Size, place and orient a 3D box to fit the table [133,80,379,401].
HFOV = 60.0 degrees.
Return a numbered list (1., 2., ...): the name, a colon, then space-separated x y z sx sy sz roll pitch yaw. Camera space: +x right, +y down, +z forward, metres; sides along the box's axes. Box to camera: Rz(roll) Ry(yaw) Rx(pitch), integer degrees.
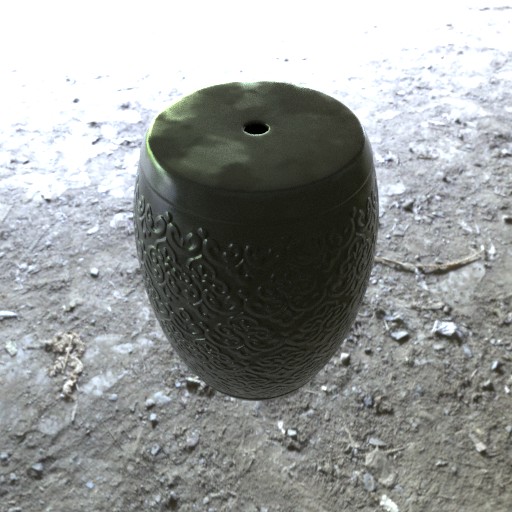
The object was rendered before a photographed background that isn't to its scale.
1. table: 0.000 0.000 0.612 0.309 0.397 0.309 0 46 0
